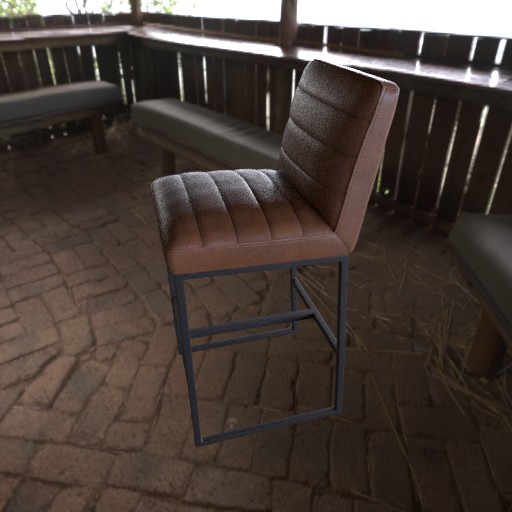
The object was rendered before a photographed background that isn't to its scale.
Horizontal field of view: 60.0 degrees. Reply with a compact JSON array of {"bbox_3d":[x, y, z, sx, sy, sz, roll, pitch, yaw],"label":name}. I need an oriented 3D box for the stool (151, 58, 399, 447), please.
[{"bbox_3d":[0.000,0.000,1.333,0.556,1.040,0.458,-8,32,-13],"label":"stool"}]
